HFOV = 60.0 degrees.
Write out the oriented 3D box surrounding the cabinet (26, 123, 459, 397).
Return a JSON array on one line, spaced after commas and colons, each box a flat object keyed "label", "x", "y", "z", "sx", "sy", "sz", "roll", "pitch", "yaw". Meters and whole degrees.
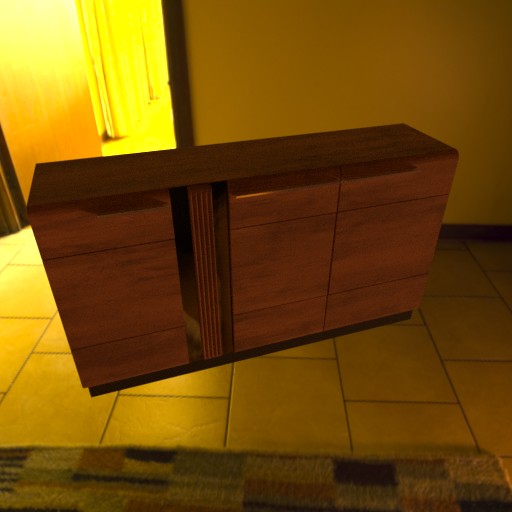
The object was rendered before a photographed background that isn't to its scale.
[{"label": "cabinet", "x": 0.000, "y": 0.000, "z": 1.953, "sx": 1.600, "sy": 0.900, "sz": 0.420, "roll": -10, "pitch": 35, "yaw": -15}]
